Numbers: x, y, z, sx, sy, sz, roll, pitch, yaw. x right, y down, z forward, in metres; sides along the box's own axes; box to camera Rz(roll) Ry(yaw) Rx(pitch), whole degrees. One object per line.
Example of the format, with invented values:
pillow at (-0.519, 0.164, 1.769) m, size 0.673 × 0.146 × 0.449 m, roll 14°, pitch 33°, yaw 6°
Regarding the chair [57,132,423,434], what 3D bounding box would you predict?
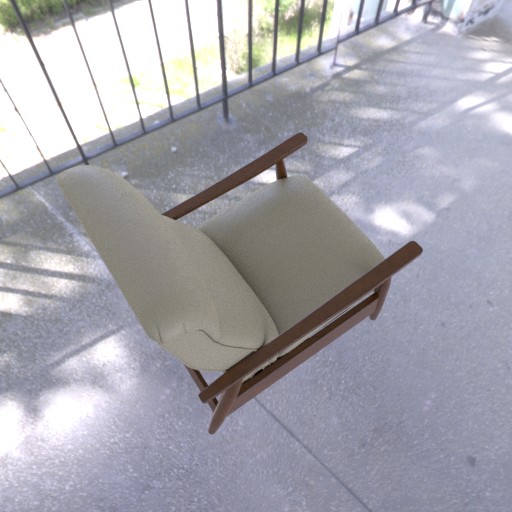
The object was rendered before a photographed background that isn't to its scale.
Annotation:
chair at (0.000, 0.000, 1.746) m, size 1.014 × 1.082 × 0.762 m, roll -30°, pitch 64°, yaw -17°
